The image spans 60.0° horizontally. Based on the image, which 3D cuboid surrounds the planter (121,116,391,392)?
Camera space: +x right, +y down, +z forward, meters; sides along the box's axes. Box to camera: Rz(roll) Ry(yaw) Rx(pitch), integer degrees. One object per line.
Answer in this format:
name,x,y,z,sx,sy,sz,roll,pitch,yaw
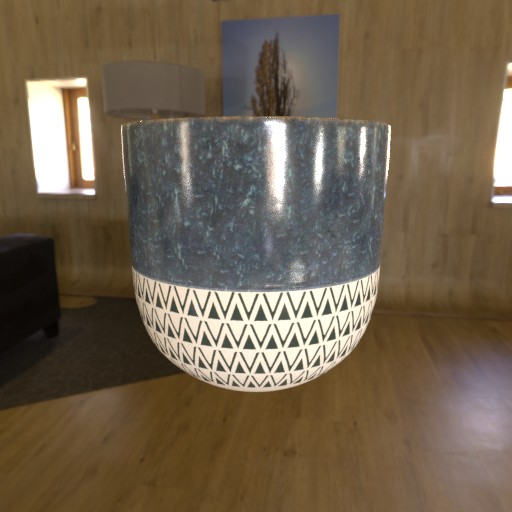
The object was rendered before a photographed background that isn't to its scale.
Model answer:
planter,0.000,0.000,0.484,0.266,0.270,0.266,0,13,0
